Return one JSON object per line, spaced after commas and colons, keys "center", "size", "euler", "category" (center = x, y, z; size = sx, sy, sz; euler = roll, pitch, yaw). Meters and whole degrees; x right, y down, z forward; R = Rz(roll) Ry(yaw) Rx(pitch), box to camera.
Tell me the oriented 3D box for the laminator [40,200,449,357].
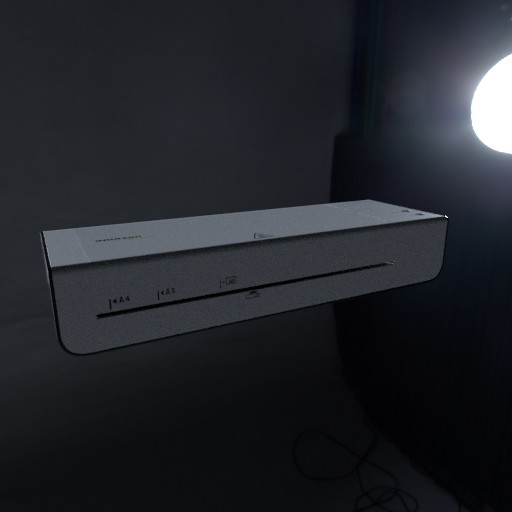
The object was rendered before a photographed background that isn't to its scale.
{"center": [0.000, 0.000, 0.397], "size": [0.340, 0.062, 0.123], "euler": [-8, 19, -26], "category": "laminator"}
